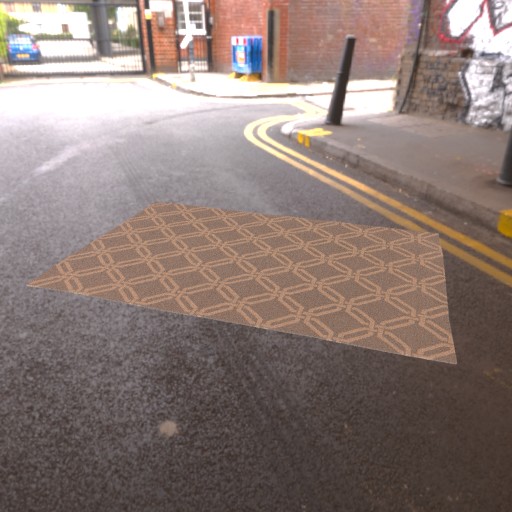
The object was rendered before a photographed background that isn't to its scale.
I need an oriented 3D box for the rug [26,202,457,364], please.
[{"bbox_3d":[0.000,0.000,2.179,1.754,0.010,1.148,8,27,16],"label":"rug"}]
